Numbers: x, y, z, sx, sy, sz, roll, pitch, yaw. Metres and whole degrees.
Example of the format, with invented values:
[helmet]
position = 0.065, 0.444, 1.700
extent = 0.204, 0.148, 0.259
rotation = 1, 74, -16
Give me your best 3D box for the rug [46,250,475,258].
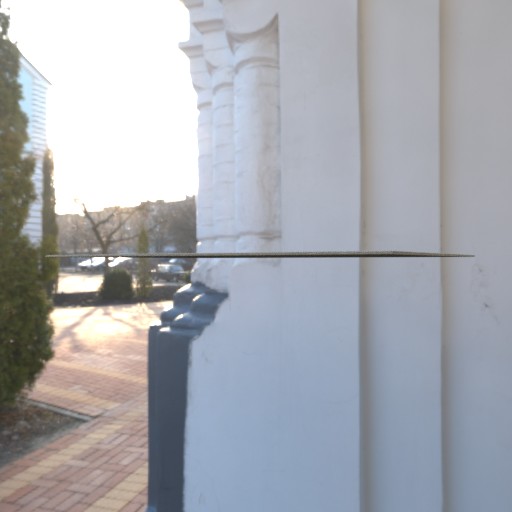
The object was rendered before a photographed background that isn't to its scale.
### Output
[rug]
position = 0.000, 0.000, 2.260
extent = 1.829, 0.010, 1.219
rotation = 0, -1, 36
